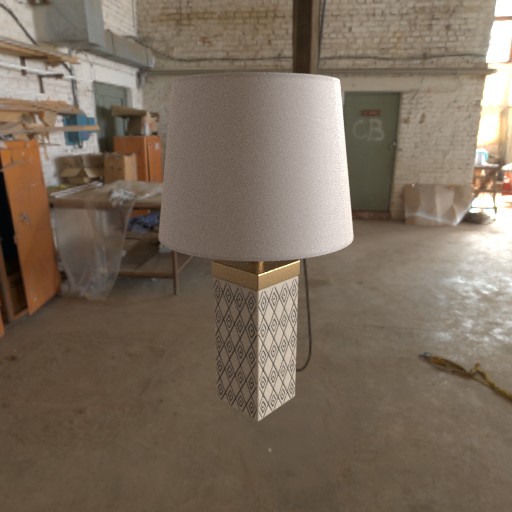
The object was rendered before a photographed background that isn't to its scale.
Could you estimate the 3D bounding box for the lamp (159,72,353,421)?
[{"bbox_3d":[0.000,0.000,0.593,0.251,0.435,0.251,0,16,0],"label":"lamp"}]
